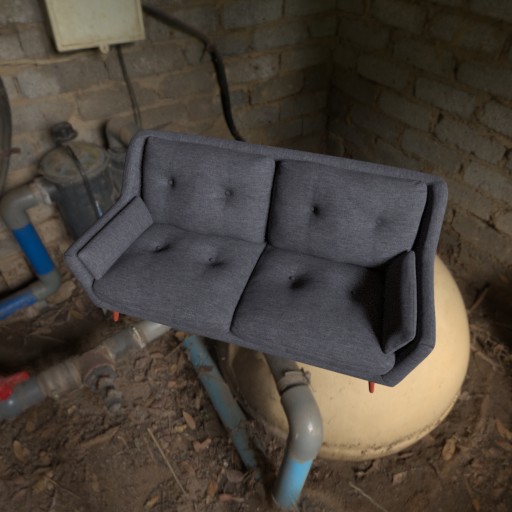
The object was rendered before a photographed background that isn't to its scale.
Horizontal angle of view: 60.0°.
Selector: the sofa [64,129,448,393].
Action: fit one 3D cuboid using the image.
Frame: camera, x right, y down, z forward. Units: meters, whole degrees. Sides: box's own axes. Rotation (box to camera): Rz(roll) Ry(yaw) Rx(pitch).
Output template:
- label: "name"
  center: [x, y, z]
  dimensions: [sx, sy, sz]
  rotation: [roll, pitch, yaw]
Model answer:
- label: "sofa"
  center: [0.000, 0.000, 2.513]
  dimensions: [1.929, 0.896, 0.975]
  rotation: [13, 43, 14]
